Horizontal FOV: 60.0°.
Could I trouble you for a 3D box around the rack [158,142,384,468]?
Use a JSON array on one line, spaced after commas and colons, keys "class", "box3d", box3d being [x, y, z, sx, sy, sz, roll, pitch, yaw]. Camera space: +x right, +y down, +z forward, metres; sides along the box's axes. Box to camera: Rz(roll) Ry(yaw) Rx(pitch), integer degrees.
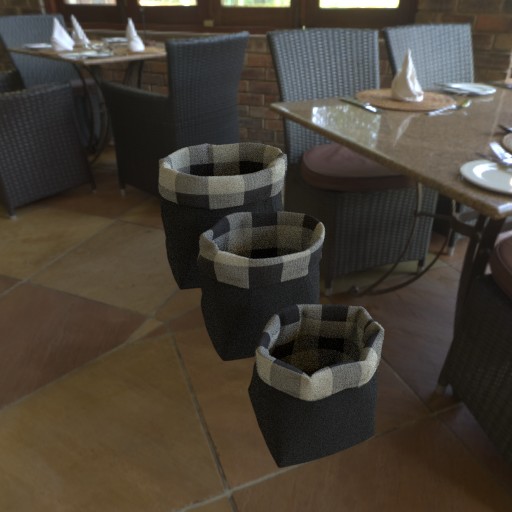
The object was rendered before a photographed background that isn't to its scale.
[{"class": "rack", "box3d": [0.000, 0.000, 1.069, 0.370, 0.329, 0.889, -10, 32, -16]}]
